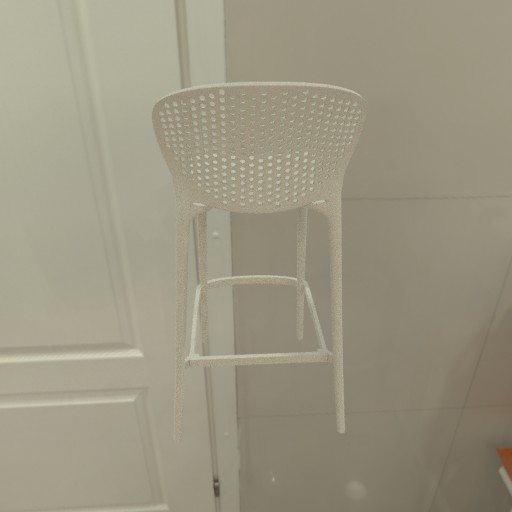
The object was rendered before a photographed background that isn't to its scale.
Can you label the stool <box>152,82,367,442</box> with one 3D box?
[{"bbox_3d":[0.000,0.000,1.320,0.536,1.045,0.535,-2,29,-3],"label":"stool"}]
